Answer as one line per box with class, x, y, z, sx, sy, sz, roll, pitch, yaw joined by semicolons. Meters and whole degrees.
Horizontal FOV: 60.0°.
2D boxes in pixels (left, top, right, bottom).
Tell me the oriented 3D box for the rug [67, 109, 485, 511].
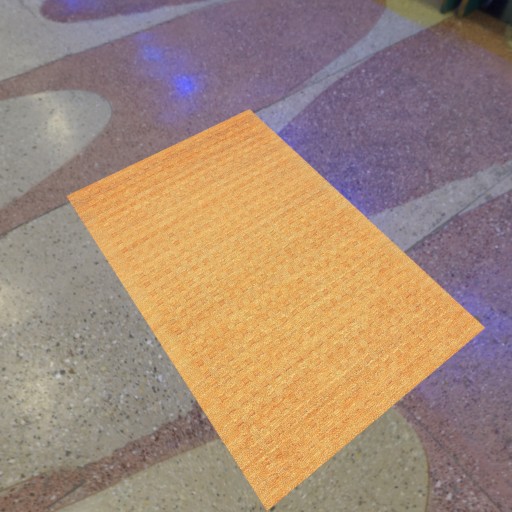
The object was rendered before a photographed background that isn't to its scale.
rug;0.000;0.000;2.750;1.524;0.006;2.285;-31;62;-18
